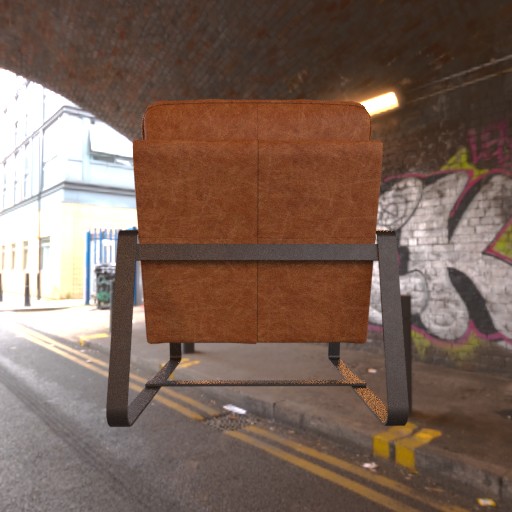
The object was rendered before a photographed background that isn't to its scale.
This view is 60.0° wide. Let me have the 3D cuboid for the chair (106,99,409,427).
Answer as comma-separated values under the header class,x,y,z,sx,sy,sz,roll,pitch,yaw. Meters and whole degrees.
class,x,y,z,sx,sy,sz,roll,pitch,yaw
chair,0.000,0.000,1.357,0.651,0.777,0.801,0,-2,-1
